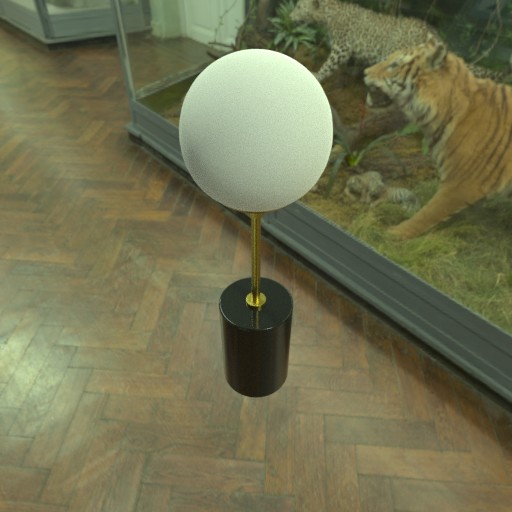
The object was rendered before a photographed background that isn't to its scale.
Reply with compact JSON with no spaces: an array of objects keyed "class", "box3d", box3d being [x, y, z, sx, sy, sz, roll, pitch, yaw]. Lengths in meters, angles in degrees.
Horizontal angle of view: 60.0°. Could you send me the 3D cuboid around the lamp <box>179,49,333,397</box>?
[{"class":"lamp","box3d":[0.000,0.000,0.553,0.153,0.480,0.153,0,41,0]}]
